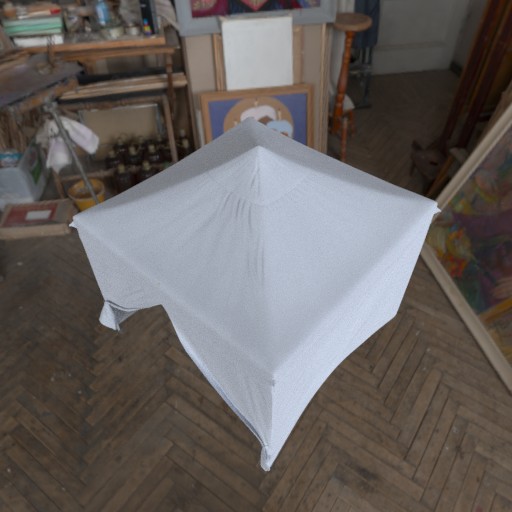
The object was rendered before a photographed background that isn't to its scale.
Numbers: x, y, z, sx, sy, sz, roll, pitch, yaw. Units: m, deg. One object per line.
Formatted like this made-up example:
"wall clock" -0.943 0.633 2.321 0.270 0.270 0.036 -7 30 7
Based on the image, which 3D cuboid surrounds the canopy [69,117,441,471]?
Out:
"canopy" 0.000 0.000 5.395 3.043 2.997 3.121 33 54 27
